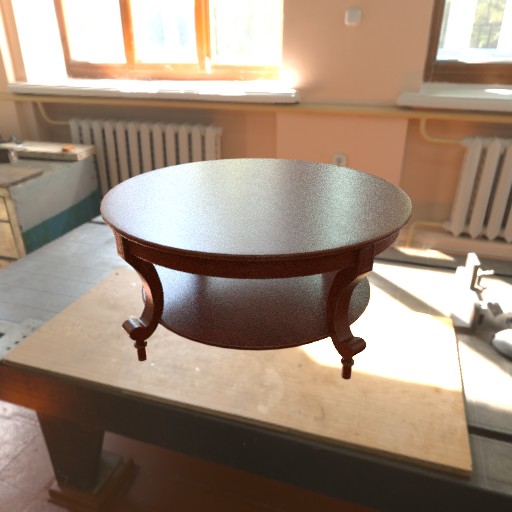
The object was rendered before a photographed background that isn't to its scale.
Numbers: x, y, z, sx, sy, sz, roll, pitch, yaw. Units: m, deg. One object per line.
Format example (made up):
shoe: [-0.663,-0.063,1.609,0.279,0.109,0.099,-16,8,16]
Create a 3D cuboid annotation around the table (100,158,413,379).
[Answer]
table: [0.000,0.000,1.626,1.029,0.486,1.029,0,25,0]
